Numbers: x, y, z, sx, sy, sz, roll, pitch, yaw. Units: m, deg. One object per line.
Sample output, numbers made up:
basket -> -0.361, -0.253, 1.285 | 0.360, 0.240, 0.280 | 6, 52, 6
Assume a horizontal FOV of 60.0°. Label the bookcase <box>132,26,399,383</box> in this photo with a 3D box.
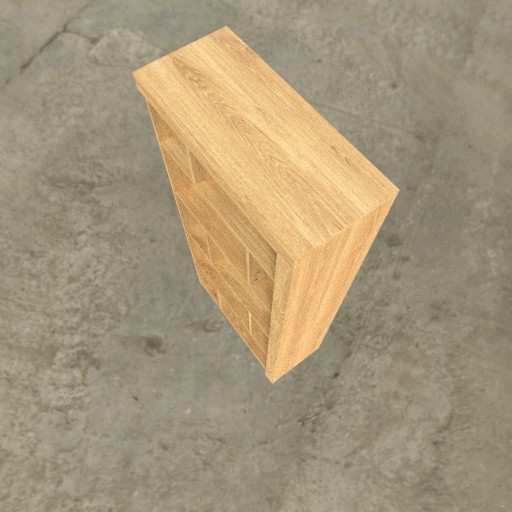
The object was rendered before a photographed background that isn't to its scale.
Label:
bookcase -> 0.000, 0.000, 2.412 | 0.420, 2.020, 0.950 | -34, 69, -15
